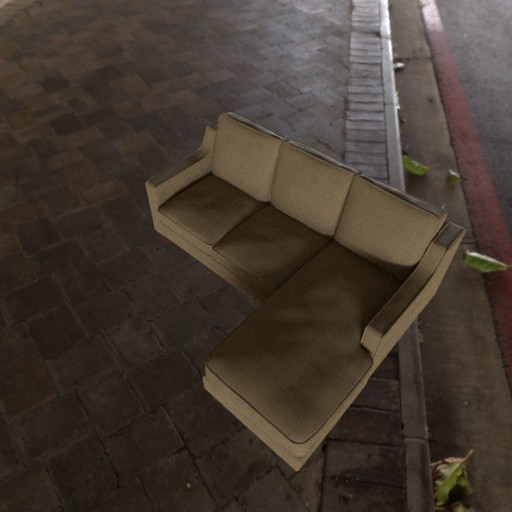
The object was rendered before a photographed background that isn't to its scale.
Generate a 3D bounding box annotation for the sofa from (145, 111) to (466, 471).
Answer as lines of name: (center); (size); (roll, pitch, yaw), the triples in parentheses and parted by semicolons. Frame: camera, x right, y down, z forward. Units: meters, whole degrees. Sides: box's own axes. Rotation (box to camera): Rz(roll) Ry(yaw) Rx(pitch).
sofa: (0.000, 0.000, 3.351); (2.317, 1.066, 1.858); (33, 55, 27)
